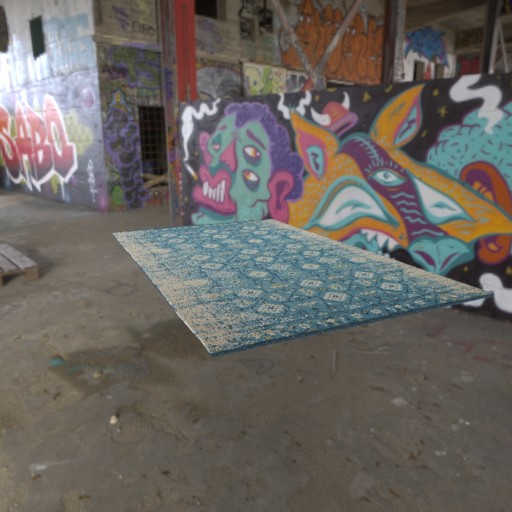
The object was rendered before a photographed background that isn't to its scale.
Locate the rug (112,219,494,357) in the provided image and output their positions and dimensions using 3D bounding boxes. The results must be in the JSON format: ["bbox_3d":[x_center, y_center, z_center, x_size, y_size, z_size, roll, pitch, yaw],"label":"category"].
[{"bbox_3d":[0.000,0.000,2.986,1.530,0.015,2.449,-7,16,-25],"label":"rug"}]
